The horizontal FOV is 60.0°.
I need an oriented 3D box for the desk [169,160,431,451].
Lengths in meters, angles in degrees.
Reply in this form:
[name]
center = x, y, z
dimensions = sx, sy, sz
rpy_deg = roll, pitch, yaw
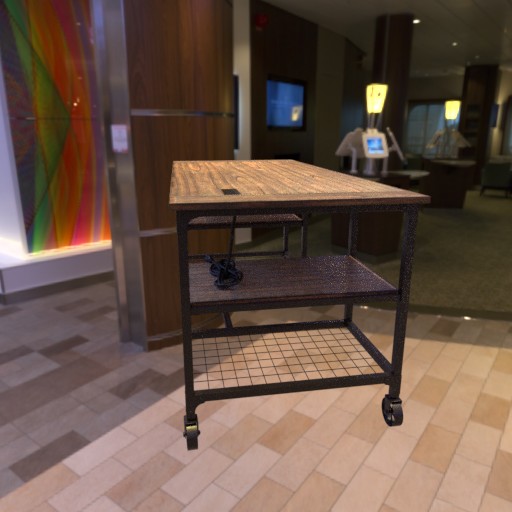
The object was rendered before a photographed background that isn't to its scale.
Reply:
[desk]
center = 0.000, 0.000, 2.007
dimensions = 0.711, 0.751, 1.590
rpy_deg = -3, 16, -9
